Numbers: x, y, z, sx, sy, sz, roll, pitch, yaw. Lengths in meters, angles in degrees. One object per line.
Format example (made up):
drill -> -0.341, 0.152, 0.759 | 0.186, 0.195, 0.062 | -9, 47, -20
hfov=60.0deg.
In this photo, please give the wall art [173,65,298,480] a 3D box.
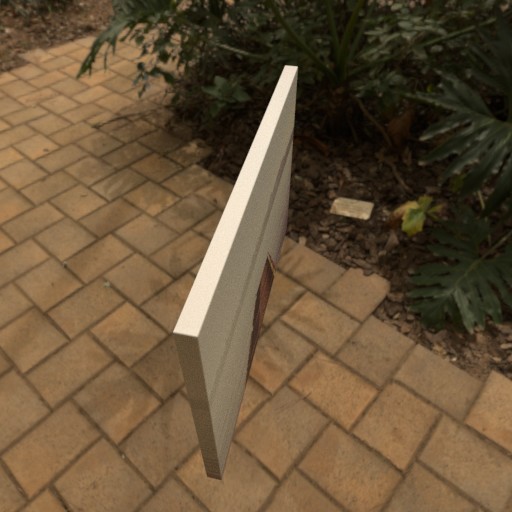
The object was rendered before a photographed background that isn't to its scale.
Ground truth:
wall art -> 0.000, 0.000, 1.150 | 0.037, 0.609, 0.916 | 9, 47, 9
